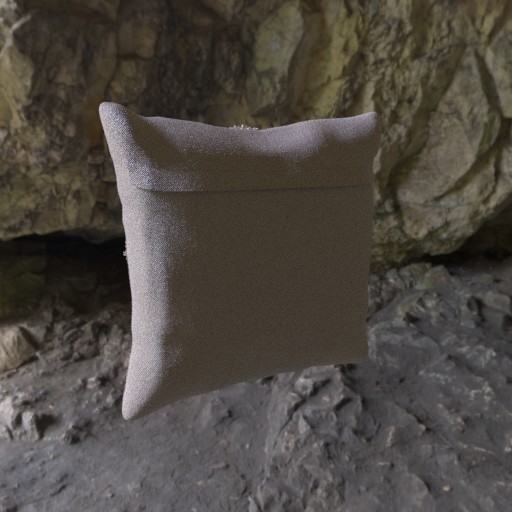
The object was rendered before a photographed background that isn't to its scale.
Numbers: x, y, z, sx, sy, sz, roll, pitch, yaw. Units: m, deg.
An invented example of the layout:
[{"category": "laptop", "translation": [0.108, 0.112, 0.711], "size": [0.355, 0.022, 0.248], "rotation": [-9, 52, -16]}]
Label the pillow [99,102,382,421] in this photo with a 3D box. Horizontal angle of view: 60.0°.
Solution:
[{"category": "pillow", "translation": [0.000, 0.000, 0.767], "size": [0.484, 0.490, 0.234], "rotation": [-6, 15, -25]}]
